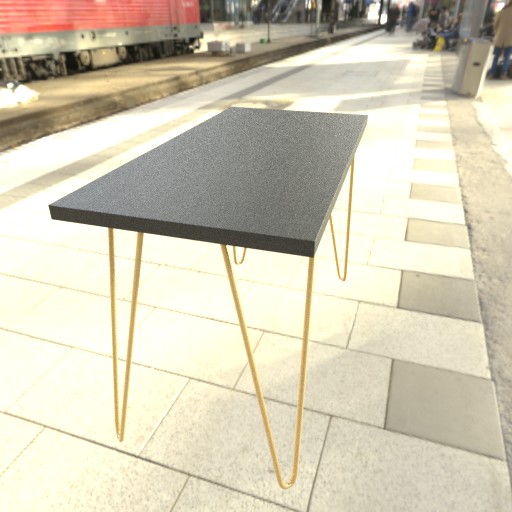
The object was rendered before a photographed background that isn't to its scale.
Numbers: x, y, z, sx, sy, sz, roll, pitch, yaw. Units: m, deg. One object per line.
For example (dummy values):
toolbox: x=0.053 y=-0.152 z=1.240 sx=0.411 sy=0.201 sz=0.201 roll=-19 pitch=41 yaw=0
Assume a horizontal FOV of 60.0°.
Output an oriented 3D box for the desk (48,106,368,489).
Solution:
desk: x=0.000 y=0.000 z=1.328 sx=0.499 sy=0.660 sz=0.991 roll=9 pitch=30 yaw=15
